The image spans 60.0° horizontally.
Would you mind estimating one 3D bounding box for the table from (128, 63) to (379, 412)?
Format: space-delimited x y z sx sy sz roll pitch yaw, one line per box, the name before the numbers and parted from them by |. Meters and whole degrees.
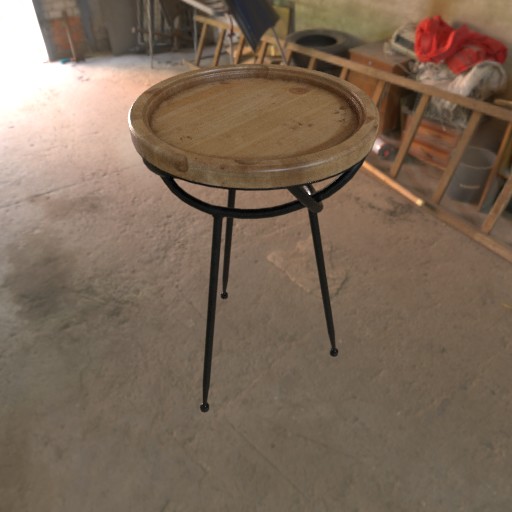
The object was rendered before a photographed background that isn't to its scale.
table | 0.000 0.000 0.952 0.418 0.664 0.414 12 43 13
